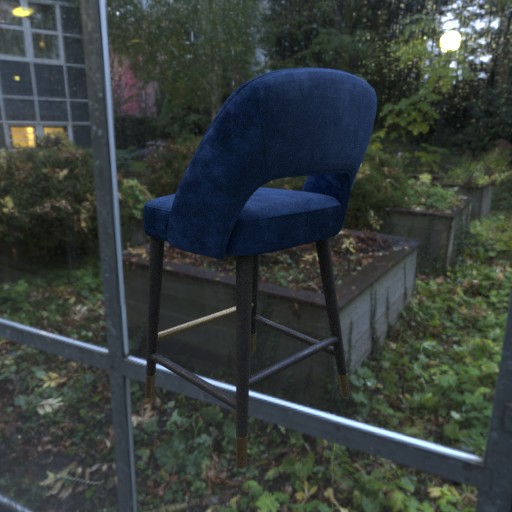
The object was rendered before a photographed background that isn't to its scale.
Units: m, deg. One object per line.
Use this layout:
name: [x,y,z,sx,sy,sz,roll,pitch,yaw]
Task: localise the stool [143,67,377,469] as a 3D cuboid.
stool: [0.000,0.000,1.241,0.536,0.925,0.524,-14,20,-42]
